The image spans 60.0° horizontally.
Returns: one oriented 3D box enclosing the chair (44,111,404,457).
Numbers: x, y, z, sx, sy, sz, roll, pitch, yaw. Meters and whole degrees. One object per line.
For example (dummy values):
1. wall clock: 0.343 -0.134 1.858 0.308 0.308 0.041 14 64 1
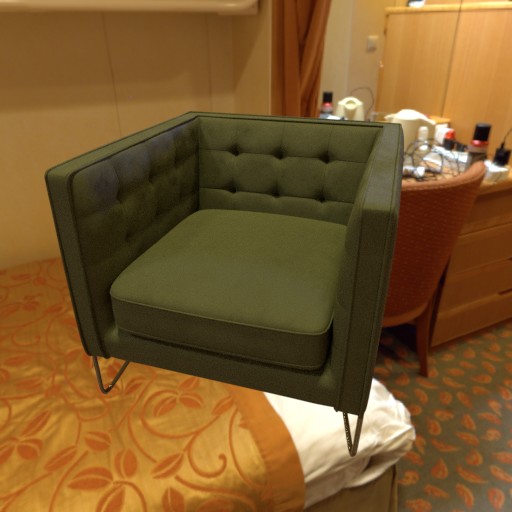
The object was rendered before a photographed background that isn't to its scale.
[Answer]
1. chair: 0.000 0.000 1.530 0.880 0.790 0.894 8 29 15
